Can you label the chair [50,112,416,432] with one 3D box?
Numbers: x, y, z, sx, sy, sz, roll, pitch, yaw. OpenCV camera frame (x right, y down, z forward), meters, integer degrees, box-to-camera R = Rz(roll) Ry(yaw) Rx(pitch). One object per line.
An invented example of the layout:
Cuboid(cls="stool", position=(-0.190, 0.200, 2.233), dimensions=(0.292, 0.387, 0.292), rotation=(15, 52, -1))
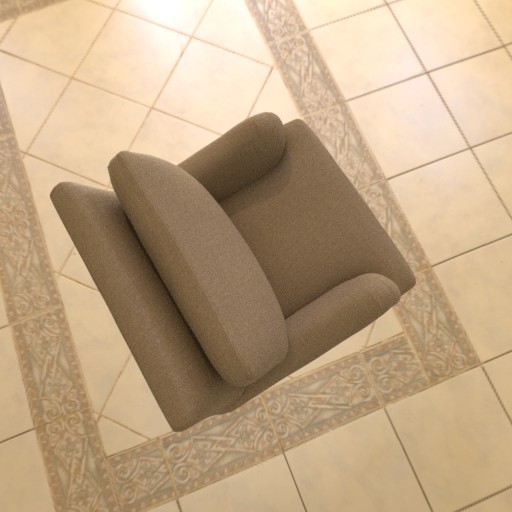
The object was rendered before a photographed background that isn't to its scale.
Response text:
Cuboid(cls="chair", position=(0.000, 0.000, 1.857), dimensions=(1.070, 1.038, 0.955), rotation=(-31, 77, -8))
